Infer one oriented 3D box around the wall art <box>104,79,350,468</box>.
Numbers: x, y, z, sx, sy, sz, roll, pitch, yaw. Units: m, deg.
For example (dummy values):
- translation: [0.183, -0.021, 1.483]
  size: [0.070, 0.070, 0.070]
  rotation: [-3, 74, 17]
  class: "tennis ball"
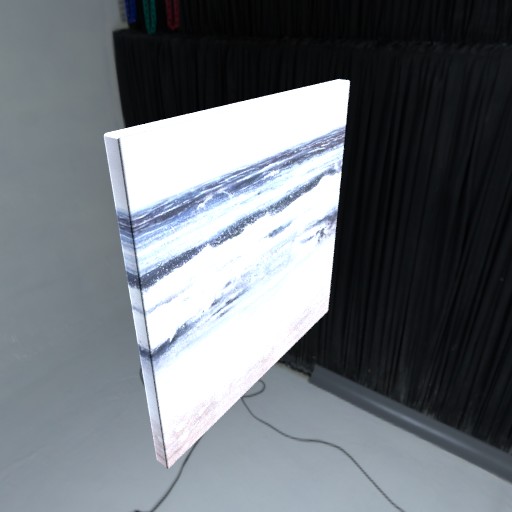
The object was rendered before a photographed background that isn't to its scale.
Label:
- translation: [0.000, 0.000, 1.103]
  size: [0.065, 0.747, 0.755]
  rotation: [20, 34, 31]
  class: "wall art"
